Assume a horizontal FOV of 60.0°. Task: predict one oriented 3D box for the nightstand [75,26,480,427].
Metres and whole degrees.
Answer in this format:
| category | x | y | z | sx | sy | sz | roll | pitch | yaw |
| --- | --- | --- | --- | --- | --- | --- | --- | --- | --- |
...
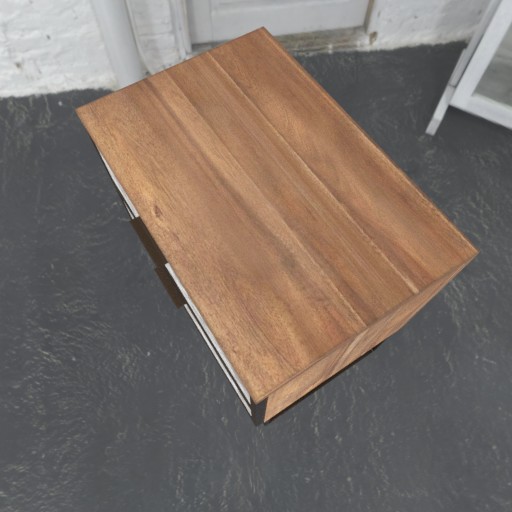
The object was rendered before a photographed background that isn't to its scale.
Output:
| category | x | y | z | sx | sy | sz | roll | pitch | yaw |
| --- | --- | --- | --- | --- | --- | --- | --- | --- | --- |
| nightstand | 0.000 | 0.000 | 1.012 | 0.427 | 0.611 | 0.605 | -30 | 68 | -14 |
